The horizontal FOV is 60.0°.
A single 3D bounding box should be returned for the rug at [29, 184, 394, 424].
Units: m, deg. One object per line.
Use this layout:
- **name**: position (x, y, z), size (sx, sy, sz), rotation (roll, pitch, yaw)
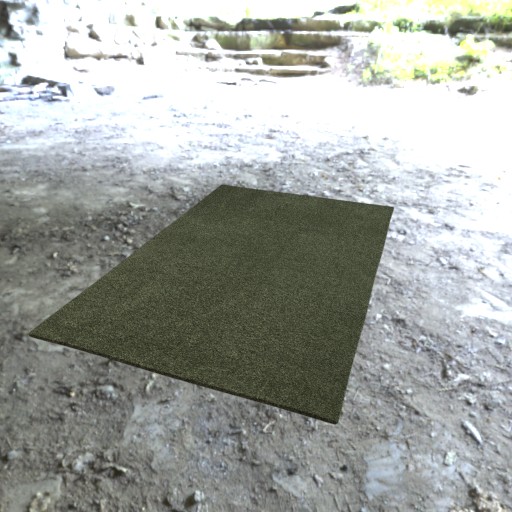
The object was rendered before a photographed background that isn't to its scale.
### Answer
- **rug**: position (0.000, 0.000, 3.387), size (1.802, 0.026, 2.699), rotation (10, 30, 18)
